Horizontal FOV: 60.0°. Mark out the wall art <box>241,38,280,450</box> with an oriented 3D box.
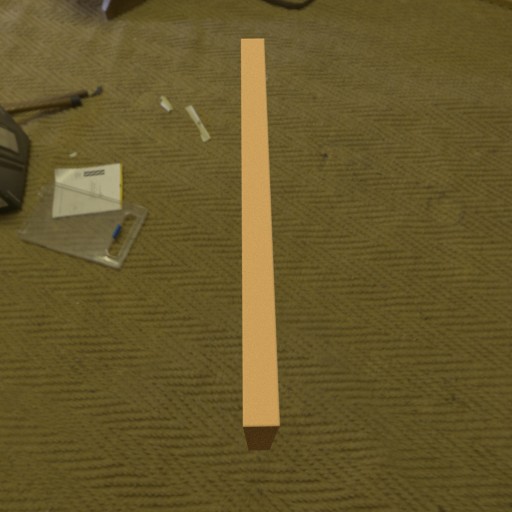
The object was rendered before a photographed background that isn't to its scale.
[{"bbox_3d":[0.000,0.000,0.786,0.039,0.407,0.609,-1,63,0],"label":"wall art"}]
